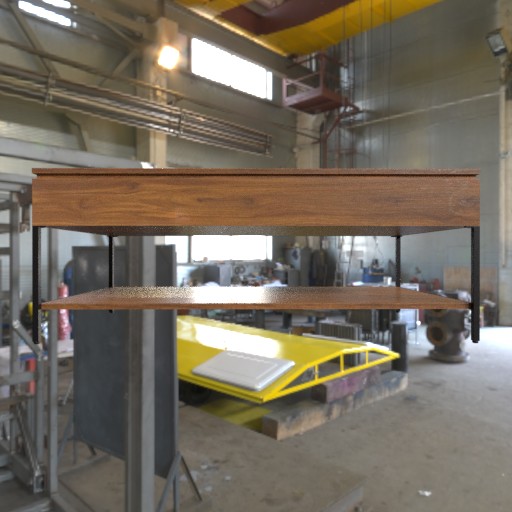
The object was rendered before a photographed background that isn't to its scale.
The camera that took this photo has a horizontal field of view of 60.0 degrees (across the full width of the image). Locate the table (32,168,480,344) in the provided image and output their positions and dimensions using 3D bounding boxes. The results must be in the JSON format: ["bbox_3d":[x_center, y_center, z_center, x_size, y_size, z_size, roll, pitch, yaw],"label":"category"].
[{"bbox_3d":[0.000,0.000,1.331,1.057,0.414,0.574,0,0,-1],"label":"table"}]
